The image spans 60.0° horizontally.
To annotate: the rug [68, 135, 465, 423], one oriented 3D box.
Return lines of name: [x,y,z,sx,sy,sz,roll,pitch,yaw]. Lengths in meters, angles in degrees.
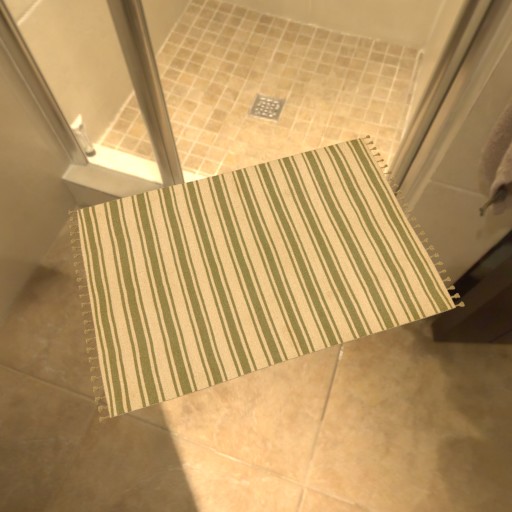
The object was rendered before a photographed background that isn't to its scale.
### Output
rug: [0.000,0.000,3.092,2.435,0.018,1.540,-16,64,-8]
